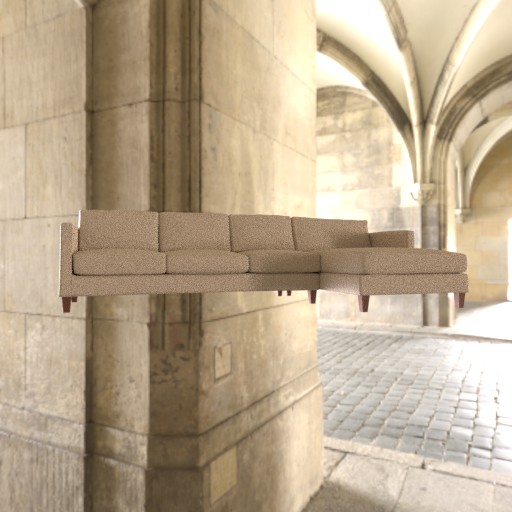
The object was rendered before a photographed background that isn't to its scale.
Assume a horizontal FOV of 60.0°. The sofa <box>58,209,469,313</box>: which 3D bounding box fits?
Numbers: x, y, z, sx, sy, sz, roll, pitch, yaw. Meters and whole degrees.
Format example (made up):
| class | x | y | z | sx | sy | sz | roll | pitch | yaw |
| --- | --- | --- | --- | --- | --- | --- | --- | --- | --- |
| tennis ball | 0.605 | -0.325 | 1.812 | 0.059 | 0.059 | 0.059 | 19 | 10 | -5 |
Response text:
| class | x | y | z | sx | sy | sz | roll | pitch | yaw |
| --- | --- | --- | --- | --- | --- | --- | --- | --- | --- |
| sofa | 0.000 | 0.000 | 3.916 | 3.186 | 0.861 | 1.625 | 0 | 0 | -18 |
